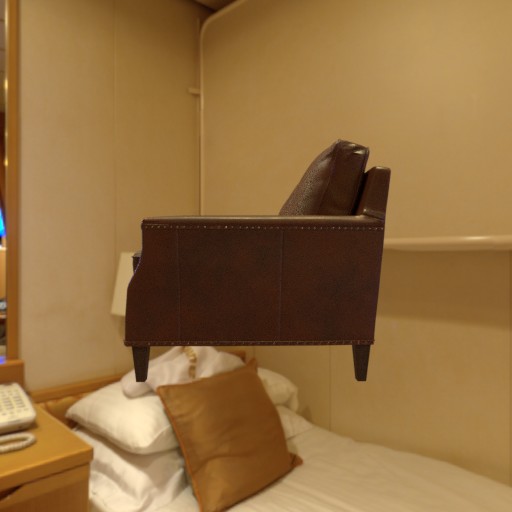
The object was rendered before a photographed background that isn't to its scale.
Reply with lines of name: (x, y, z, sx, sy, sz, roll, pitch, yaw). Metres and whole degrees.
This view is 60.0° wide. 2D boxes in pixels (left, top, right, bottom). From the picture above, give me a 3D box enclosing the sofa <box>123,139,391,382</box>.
sofa: (0.000, 0.000, 2.841, 1.084, 1.003, 2.240, 0, 0, -1)
